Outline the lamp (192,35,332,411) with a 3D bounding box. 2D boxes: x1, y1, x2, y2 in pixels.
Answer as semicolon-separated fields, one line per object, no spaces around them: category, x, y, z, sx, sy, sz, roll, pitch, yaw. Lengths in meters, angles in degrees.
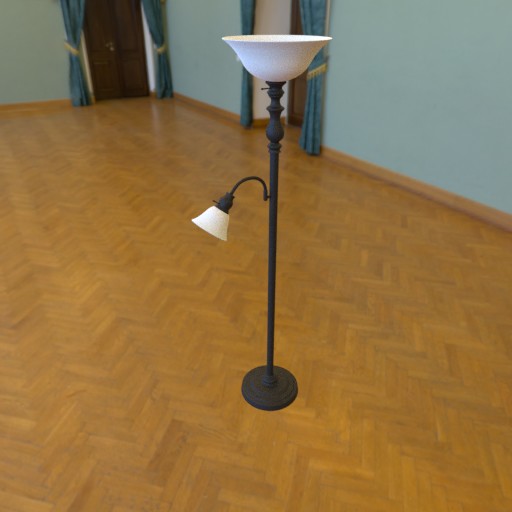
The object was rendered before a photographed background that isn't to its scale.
lamp;0.000;0.000;2.033;0.588;1.793;0.405;-17;33;-28
